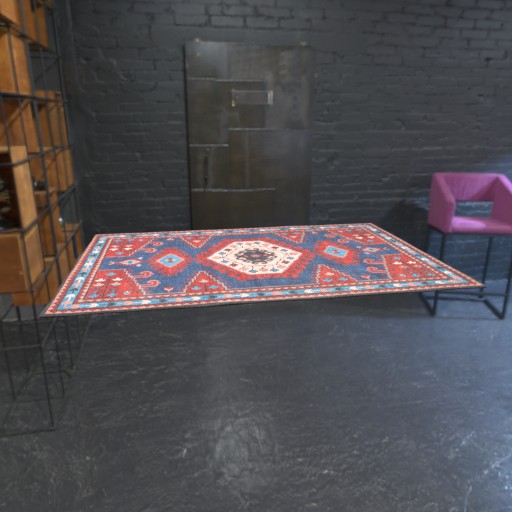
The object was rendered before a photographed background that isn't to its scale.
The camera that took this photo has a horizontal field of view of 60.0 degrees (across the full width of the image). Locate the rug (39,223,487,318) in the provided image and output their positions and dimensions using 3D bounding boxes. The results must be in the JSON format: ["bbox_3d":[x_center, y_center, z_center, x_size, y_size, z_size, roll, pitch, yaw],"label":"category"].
[{"bbox_3d":[0.000,0.000,2.327,1.820,0.012,1.207,-3,18,-9],"label":"rug"}]
